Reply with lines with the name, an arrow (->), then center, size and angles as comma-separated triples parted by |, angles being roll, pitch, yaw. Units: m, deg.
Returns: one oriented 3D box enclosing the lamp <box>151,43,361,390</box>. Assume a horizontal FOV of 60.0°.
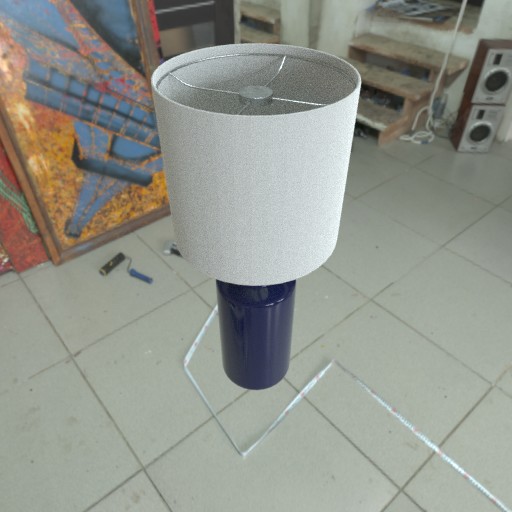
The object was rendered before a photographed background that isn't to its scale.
lamp -> 0.000, 0.000, 0.614 | 0.212, 0.493, 0.212 | 14, 43, 15
